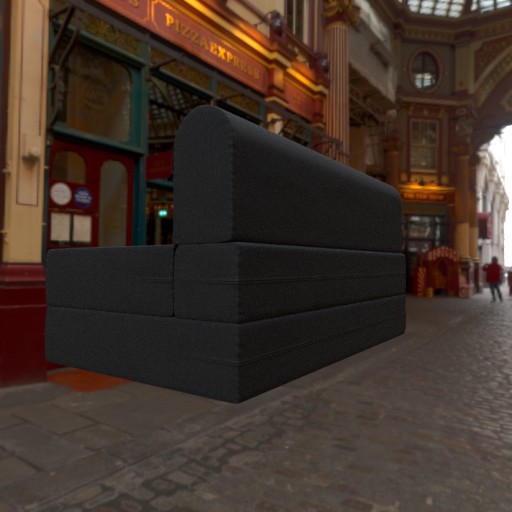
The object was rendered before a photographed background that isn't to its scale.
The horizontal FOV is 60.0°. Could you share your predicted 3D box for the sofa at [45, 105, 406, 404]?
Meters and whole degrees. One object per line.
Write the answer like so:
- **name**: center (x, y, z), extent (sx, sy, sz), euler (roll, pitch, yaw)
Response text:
- **sofa**: center (0.000, 0.000, 1.670), extent (0.762, 0.670, 1.225), euler (-1, -1, 35)
